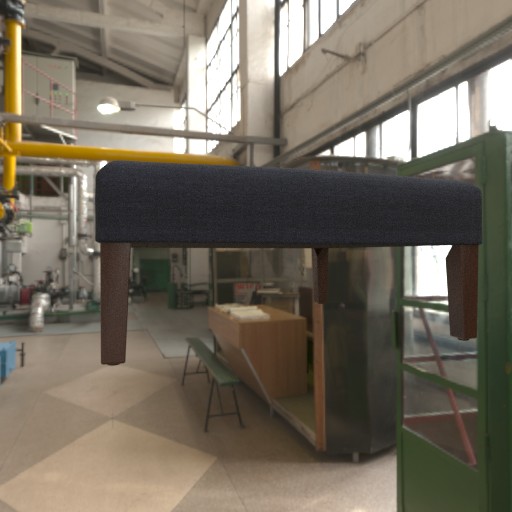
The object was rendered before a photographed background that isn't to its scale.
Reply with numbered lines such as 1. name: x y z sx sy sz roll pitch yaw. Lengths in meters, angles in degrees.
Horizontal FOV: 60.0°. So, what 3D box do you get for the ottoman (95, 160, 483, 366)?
1. ottoman: 0.000 0.000 1.366 0.890 0.411 0.889 0 0 -17
